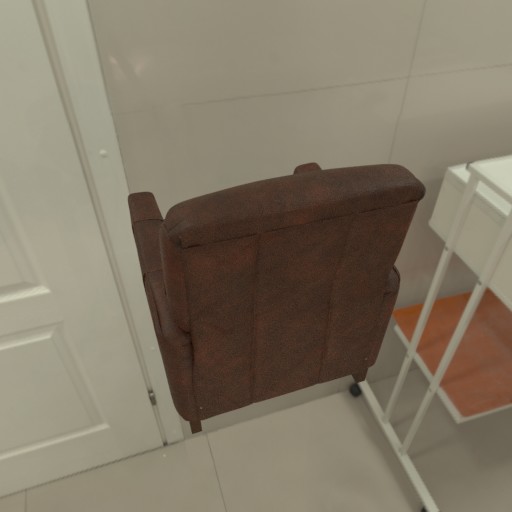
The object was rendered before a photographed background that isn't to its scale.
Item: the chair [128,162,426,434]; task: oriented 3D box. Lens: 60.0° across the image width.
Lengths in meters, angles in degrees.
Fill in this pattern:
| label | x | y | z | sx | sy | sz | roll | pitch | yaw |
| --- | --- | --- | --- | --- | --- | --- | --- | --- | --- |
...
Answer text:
| label | x | y | z | sx | sy | sz | roll | pitch | yaw |
| --- | --- | --- | --- | --- | --- | --- | --- | --- | --- |
| chair | 0.000 | 0.000 | 1.668 | 0.843 | 1.043 | 0.836 | -12 | 43 | -14 |
